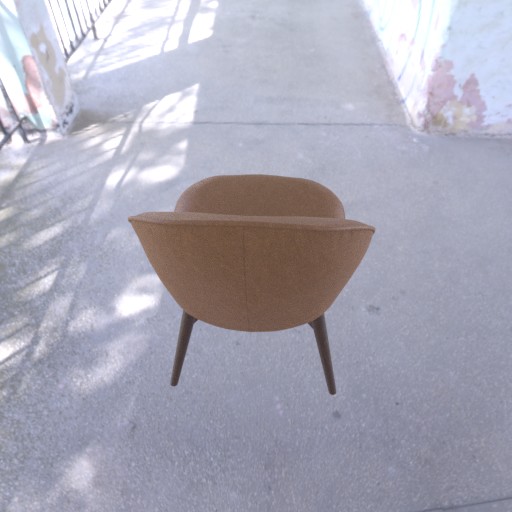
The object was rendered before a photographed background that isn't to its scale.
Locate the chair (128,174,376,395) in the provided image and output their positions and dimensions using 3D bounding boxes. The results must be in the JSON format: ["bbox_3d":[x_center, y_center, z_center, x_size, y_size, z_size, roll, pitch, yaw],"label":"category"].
[{"bbox_3d":[0.000,0.000,1.200,0.521,0.831,0.631,2,48,2],"label":"chair"}]
